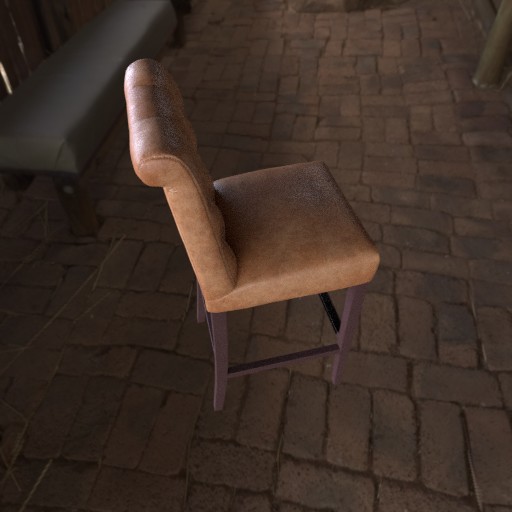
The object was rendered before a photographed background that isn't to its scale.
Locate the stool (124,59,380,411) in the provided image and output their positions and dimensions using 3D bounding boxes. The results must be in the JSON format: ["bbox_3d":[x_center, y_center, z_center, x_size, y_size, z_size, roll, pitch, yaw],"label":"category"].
[{"bbox_3d":[0.000,0.000,1.434,0.601,1.140,0.493,-10,47,-10],"label":"stool"}]
